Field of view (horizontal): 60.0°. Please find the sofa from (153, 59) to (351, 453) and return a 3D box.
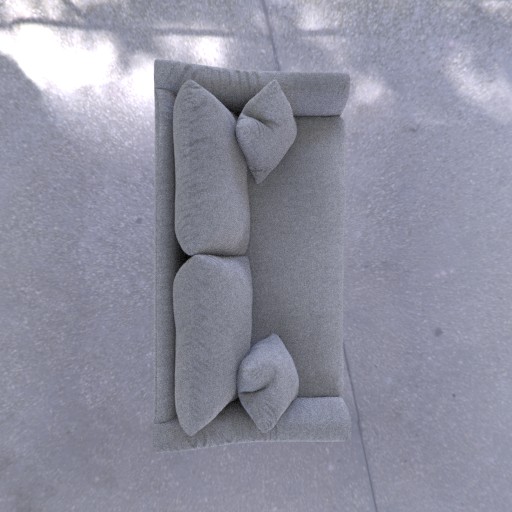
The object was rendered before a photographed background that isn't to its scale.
[{"bbox_3d":[0.000,0.000,2.587,1.072,1.018,2.010,0,89,-1],"label":"sofa"}]
